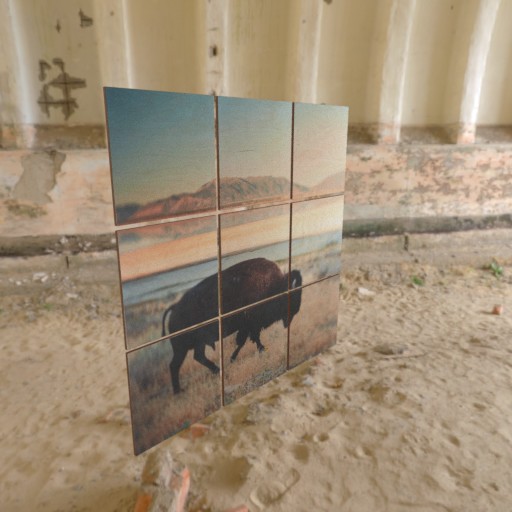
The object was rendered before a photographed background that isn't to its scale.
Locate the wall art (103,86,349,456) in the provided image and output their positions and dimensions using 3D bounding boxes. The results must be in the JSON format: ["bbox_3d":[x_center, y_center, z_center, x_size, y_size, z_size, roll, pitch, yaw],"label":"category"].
[{"bbox_3d":[0.000,0.000,1.821,0.019,1.218,1.221,14,21,43],"label":"wall art"}]
